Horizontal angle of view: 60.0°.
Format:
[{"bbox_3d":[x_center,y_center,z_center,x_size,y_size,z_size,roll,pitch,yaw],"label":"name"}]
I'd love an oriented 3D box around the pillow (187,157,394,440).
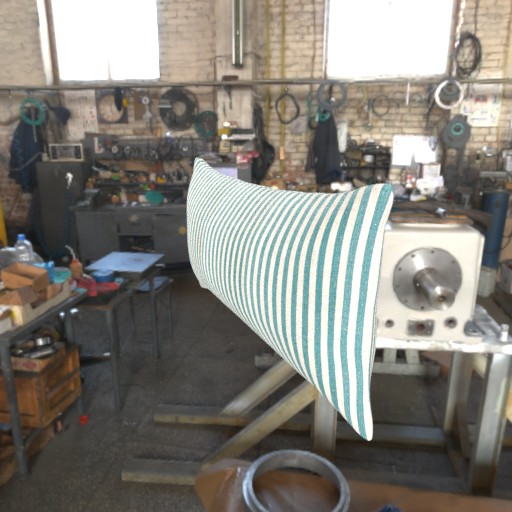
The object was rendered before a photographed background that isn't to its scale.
[{"bbox_3d":[0.000,0.000,0.734,0.151,0.295,0.617,-7,17,-24],"label":"pillow"}]
